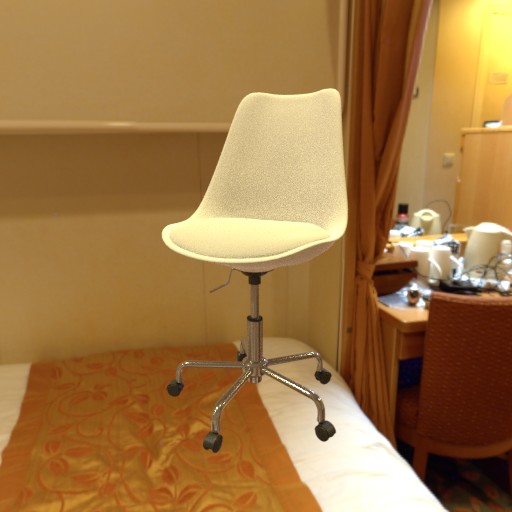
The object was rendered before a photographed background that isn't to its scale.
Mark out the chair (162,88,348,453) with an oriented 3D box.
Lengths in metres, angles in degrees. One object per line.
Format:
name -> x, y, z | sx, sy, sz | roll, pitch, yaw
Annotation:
chair -> 0.000, 0.000, 1.259 | 0.550, 0.930, 0.550 | 7, 16, 26
